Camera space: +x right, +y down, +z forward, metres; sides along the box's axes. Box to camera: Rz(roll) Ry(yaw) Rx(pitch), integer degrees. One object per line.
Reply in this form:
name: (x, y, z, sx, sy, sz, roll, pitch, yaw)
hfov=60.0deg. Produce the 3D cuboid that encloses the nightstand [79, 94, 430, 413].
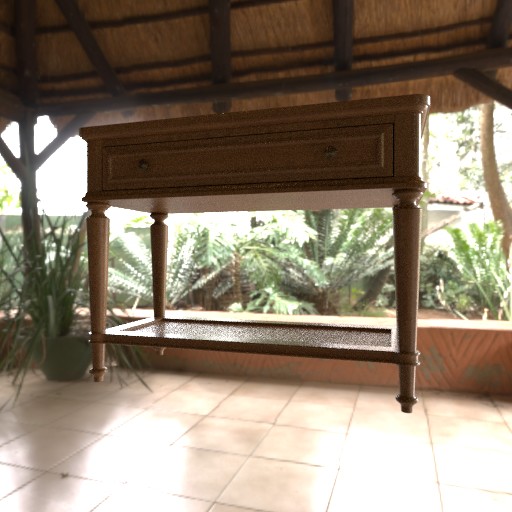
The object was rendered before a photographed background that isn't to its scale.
nightstand: (0.000, 0.000, 1.286, 0.914, 0.700, 0.432, 0, 0, 17)
